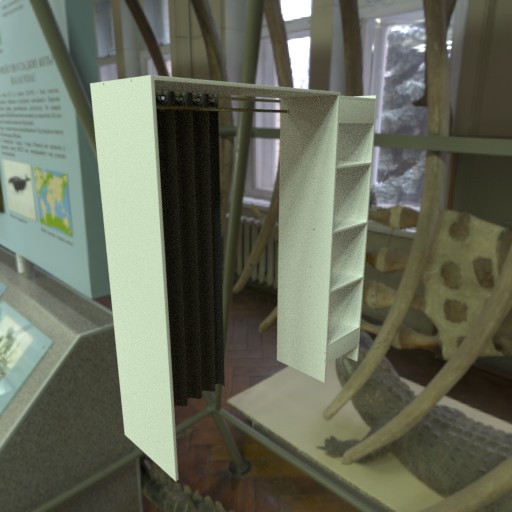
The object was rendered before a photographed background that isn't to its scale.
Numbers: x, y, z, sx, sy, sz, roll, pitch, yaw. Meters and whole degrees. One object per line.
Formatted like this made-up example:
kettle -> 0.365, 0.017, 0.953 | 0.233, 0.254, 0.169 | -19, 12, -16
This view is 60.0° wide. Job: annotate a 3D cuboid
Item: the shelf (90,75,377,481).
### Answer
shelf -> 0.000, 0.000, 2.578 | 0.500, 1.810, 1.600 | 16, 22, 42
